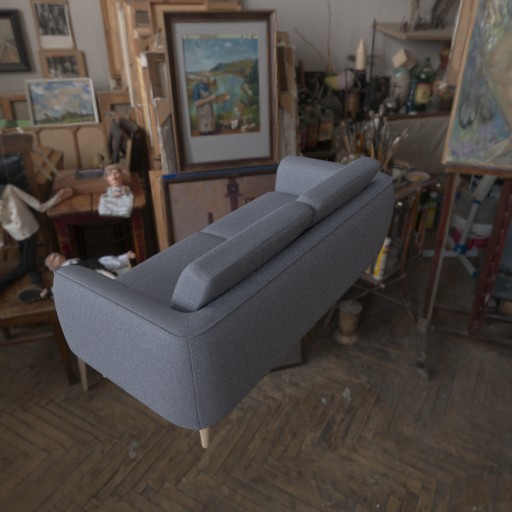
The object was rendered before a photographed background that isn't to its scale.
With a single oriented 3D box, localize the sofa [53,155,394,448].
[{"bbox_3d":[0.000,0.000,2.570,0.920,0.870,2.000,21,37,30],"label":"sofa"}]
